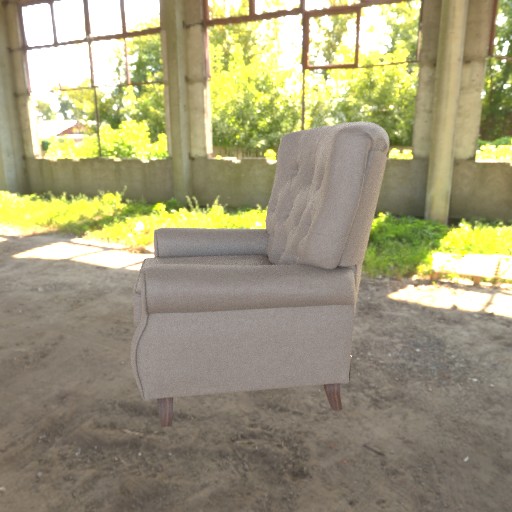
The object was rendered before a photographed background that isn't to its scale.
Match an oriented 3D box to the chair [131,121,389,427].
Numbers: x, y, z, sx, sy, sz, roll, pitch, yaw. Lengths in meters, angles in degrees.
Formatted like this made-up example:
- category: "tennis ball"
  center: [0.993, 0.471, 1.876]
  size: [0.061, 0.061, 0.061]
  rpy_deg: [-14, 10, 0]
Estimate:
- category: "chair"
  center: [0.000, 0.000, 1.965]
  size: [1.041, 1.138, 0.999]
  rpy_deg: [-2, 14, -9]
